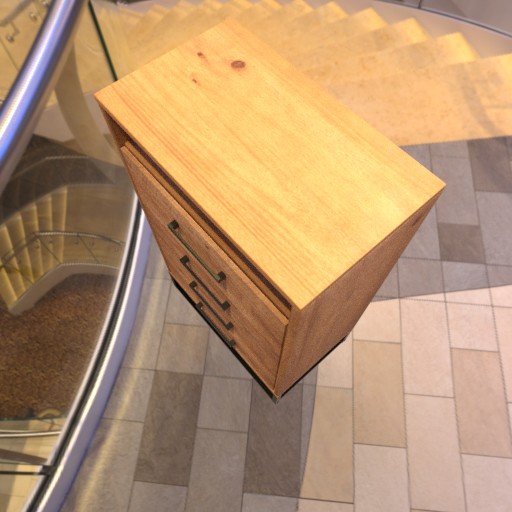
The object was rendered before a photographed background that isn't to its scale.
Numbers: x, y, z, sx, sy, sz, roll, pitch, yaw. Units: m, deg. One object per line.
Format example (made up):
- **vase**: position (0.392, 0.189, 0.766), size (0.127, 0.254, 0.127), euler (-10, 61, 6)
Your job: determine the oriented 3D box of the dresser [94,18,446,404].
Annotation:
- **dresser**: position (0.000, 0.000, 1.602), size (0.479, 1.240, 0.761), euler (-38, 69, -17)
